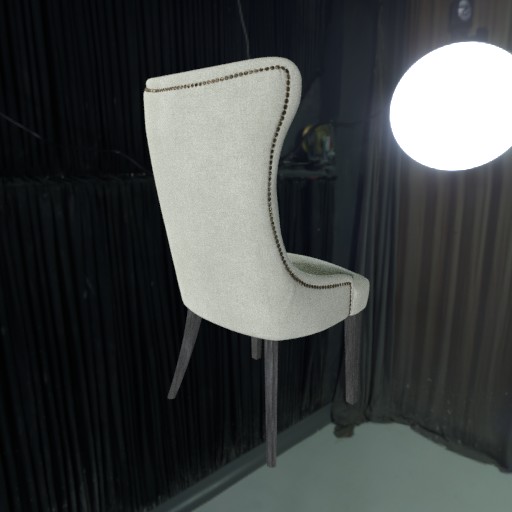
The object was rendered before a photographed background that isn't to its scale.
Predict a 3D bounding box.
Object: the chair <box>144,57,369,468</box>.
[{"bbox_3d":[0.000,0.000,1.412,0.590,1.065,0.584,-14,19,-43],"label":"chair"}]
